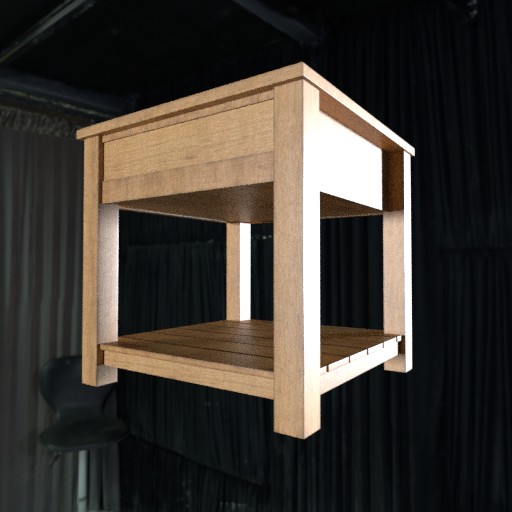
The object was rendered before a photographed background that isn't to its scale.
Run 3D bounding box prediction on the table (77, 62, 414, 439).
[{"bbox_3d":[0.000,0.000,1.113,0.612,0.593,0.616,-1,-2,35],"label":"table"}]
